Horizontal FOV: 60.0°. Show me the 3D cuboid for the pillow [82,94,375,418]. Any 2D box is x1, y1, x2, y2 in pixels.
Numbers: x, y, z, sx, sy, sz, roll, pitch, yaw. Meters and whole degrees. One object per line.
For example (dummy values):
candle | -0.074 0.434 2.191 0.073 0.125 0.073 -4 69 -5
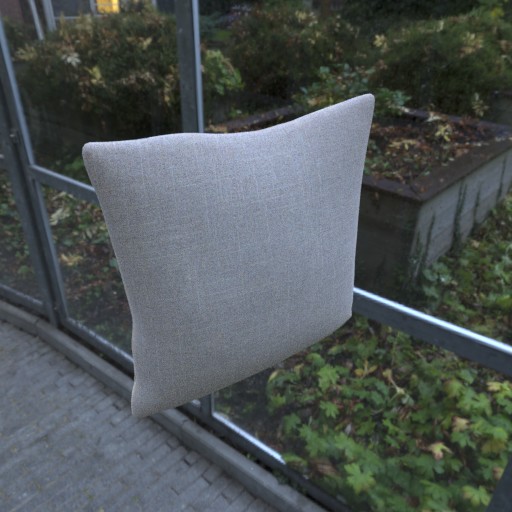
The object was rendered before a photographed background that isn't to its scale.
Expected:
pillow | 0.000 0.000 0.872 0.578 0.558 0.192 -18 34 -29
